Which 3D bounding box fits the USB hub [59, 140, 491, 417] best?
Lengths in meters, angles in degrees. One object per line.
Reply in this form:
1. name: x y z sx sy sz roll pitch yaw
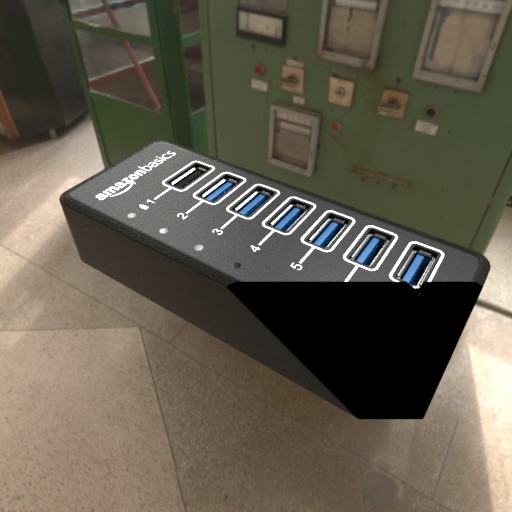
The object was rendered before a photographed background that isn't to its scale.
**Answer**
1. USB hub: 0.000 0.000 0.124 0.110 0.023 0.044 24 48 25
